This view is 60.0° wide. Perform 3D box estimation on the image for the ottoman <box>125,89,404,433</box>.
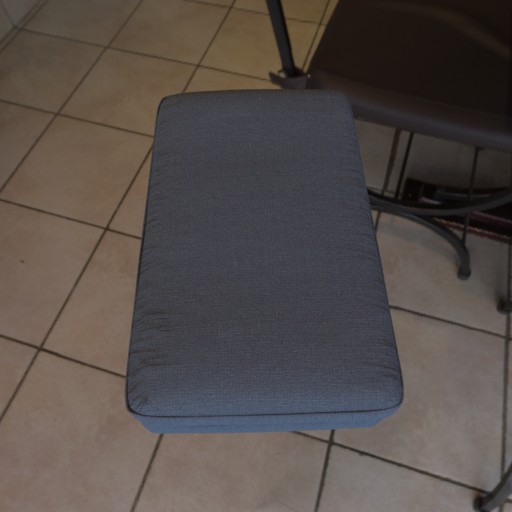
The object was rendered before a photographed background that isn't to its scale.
[{"bbox_3d":[0.000,0.000,1.188,0.570,0.438,0.885,-1,60,-1],"label":"ottoman"}]
